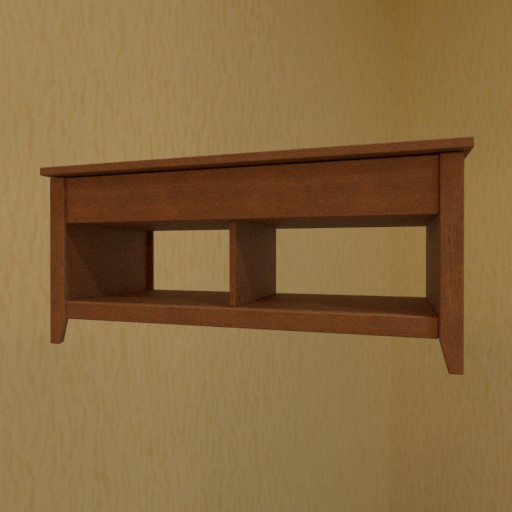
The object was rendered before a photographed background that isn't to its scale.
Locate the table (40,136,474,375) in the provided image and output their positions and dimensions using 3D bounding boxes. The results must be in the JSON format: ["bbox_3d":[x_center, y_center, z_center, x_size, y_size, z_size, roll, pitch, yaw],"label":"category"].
[{"bbox_3d":[0.000,0.000,1.219,1.016,0.457,0.483,0,0,18],"label":"table"}]
